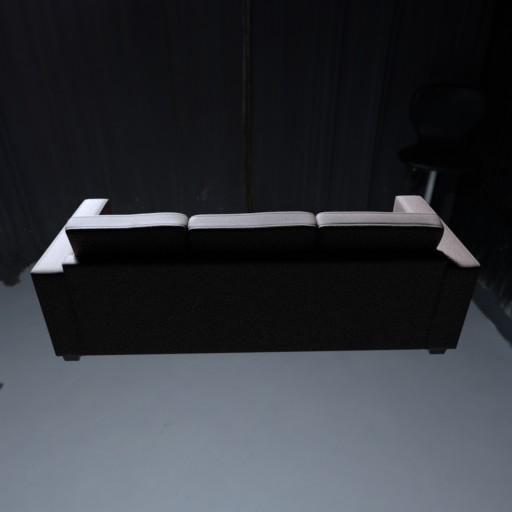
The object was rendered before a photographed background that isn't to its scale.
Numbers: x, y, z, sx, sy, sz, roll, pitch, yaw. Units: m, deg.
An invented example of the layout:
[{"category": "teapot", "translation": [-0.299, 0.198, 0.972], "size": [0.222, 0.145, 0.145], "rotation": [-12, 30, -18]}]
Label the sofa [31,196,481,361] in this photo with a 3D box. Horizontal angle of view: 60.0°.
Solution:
[{"category": "sofa", "translation": [0.000, 0.000, 2.564], "size": [2.160, 0.806, 0.900], "rotation": [-1, 31, -1]}]
